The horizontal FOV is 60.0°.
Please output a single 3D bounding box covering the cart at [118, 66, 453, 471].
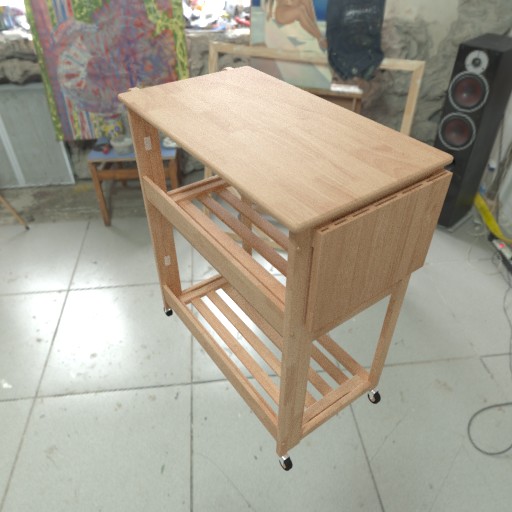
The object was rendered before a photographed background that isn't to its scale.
[{"bbox_3d":[0.000,0.000,1.356,0.432,0.879,0.853,-25,46,-27],"label":"cart"}]
